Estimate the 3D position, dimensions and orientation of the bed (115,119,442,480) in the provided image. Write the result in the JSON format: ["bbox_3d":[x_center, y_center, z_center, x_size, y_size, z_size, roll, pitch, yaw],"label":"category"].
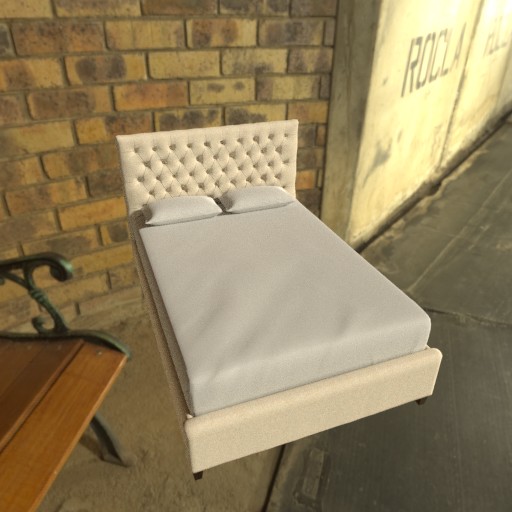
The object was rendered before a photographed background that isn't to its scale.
[{"bbox_3d":[0.000,0.000,3.402,1.698,1.427,2.387,-11,32,-17],"label":"bed"}]
